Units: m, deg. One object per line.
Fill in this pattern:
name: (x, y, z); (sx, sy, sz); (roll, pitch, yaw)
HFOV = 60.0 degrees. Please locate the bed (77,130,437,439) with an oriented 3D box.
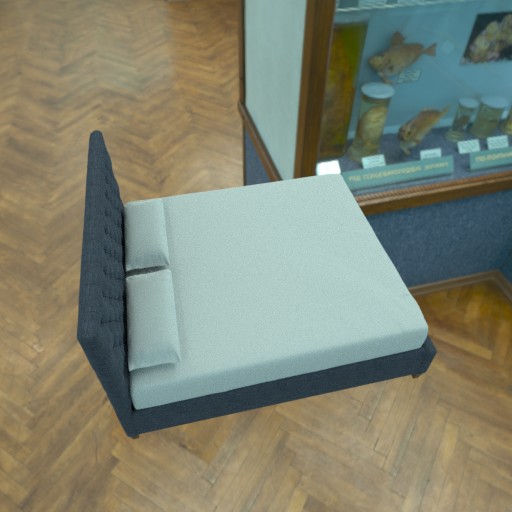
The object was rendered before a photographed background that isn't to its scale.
bed: (0.000, 0.000, 3.653); (2.387, 1.427, 2.078); (-9, 48, -8)
